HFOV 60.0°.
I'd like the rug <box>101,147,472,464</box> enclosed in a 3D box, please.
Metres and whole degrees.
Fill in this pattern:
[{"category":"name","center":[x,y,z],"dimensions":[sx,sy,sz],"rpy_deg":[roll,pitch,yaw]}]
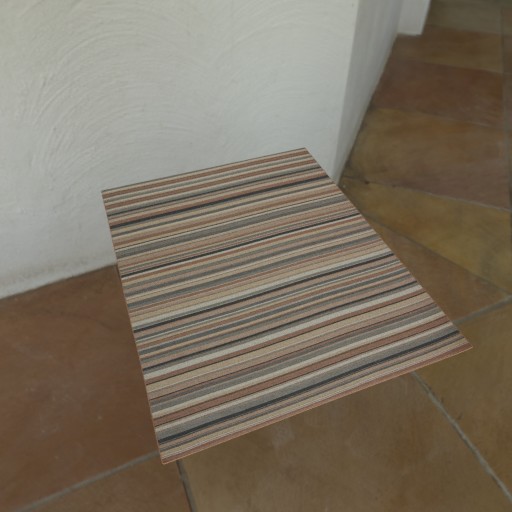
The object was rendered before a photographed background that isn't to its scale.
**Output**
[{"category":"rug","center":[0.000,0.000,4.111],"dimensions":[2.436,0.011,3.045],"rpy_deg":[-15,48,-14]}]
